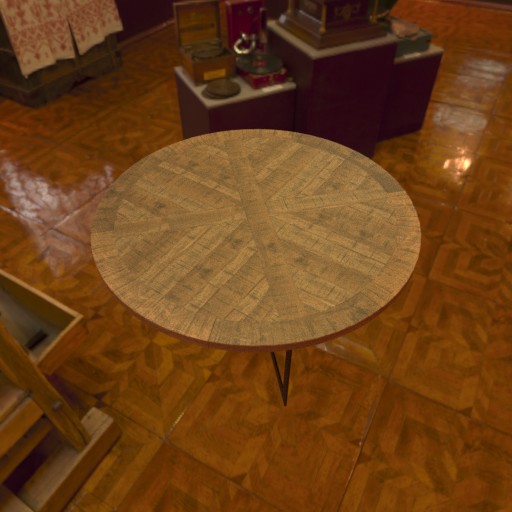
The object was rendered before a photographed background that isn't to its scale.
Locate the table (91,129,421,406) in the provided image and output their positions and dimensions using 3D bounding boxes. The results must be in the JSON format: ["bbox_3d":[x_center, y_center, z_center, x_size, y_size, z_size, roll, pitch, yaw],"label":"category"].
[{"bbox_3d":[0.000,0.000,1.930,1.264,0.516,1.264,0,45,0],"label":"table"}]
